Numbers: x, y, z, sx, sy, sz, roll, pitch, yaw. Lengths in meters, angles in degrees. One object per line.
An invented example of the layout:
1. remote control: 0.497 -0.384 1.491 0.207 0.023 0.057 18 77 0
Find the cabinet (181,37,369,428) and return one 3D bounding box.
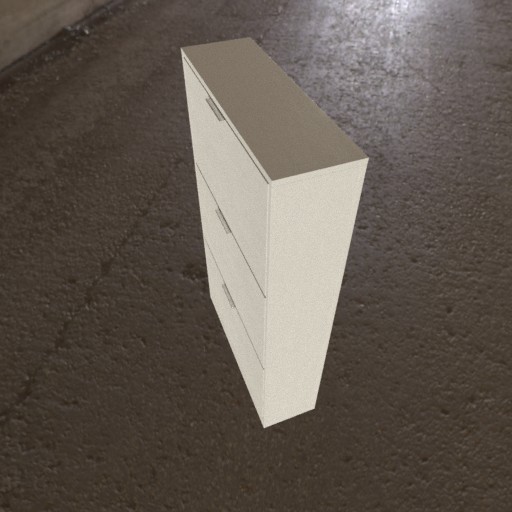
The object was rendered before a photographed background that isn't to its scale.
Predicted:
1. cabinet: 0.000 0.000 1.665 0.250 1.280 0.750 -16 49 -15
